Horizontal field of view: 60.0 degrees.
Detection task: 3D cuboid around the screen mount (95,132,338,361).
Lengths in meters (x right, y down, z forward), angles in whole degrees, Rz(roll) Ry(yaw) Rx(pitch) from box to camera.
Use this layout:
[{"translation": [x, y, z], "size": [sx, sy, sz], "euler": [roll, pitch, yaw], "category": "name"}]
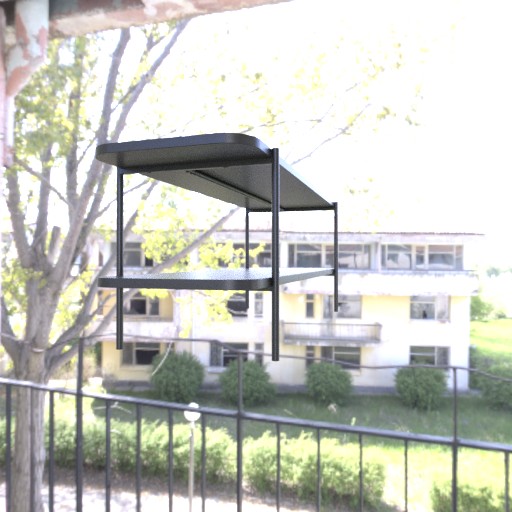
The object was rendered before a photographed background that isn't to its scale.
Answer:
[{"translation": [0.000, 0.000, 1.426], "size": [0.400, 0.447, 1.200], "euler": [0, 0, 18], "category": "screen mount"}]
